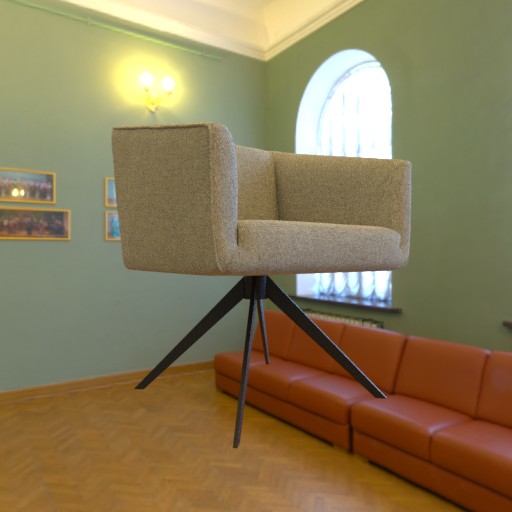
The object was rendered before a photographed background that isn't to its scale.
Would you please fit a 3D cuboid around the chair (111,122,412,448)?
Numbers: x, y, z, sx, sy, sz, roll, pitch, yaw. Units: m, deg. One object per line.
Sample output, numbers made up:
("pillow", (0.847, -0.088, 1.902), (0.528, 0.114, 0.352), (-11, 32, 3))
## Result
("chair", (0.000, 0.000, 1.229), (0.628, 0.760, 0.623), (0, 0, -36))
